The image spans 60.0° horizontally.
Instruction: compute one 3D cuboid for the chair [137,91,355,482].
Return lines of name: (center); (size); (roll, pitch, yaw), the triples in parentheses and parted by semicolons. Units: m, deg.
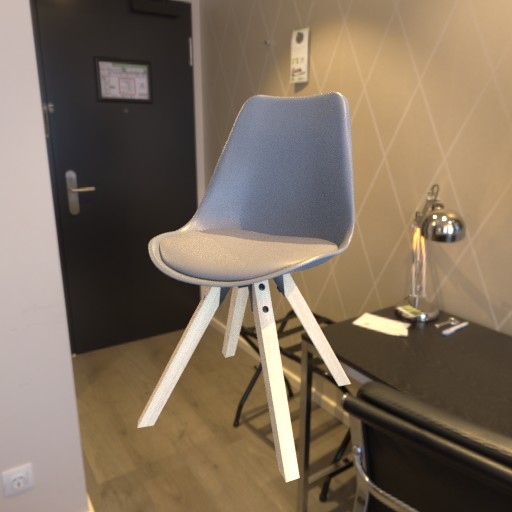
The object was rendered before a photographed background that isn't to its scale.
chair: (0.000, 0.000, 1.170); (0.485, 0.850, 0.550); (7, 17, 26)
